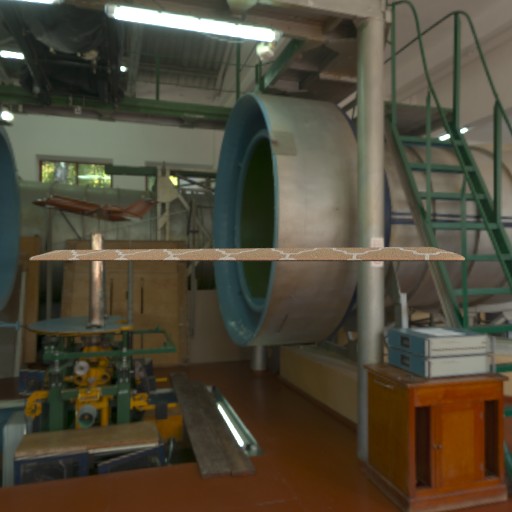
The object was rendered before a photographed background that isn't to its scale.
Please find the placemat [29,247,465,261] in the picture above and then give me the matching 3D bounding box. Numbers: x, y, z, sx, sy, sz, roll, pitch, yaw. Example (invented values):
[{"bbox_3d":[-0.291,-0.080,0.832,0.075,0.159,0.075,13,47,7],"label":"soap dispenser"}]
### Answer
[{"bbox_3d":[0.000,0.000,0.951,0.762,0.021,0.508,0,-1,18],"label":"placemat"}]
